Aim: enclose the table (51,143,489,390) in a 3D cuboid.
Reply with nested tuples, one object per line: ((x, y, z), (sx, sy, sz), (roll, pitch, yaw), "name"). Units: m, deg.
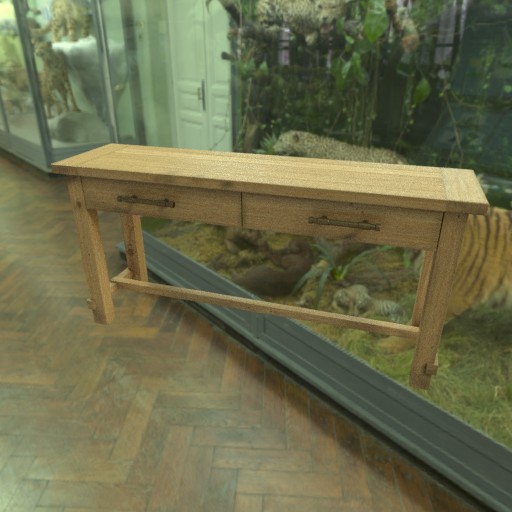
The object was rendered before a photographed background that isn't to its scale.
((0.000, 0.000, 1.882), (1.599, 0.762, 0.442), (8, 27, 16), "table")
